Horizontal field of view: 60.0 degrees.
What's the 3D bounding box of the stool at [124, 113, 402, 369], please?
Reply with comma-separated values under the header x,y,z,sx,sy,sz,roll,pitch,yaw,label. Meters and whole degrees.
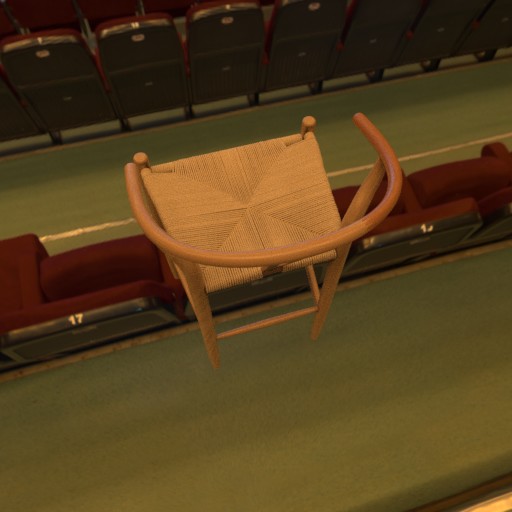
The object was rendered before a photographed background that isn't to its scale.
x,y,z,sx,sy,sz,roll,pitch,yaw,label
0.000,0.000,1.253,0.536,0.923,0.575,-15,60,-9,stool
